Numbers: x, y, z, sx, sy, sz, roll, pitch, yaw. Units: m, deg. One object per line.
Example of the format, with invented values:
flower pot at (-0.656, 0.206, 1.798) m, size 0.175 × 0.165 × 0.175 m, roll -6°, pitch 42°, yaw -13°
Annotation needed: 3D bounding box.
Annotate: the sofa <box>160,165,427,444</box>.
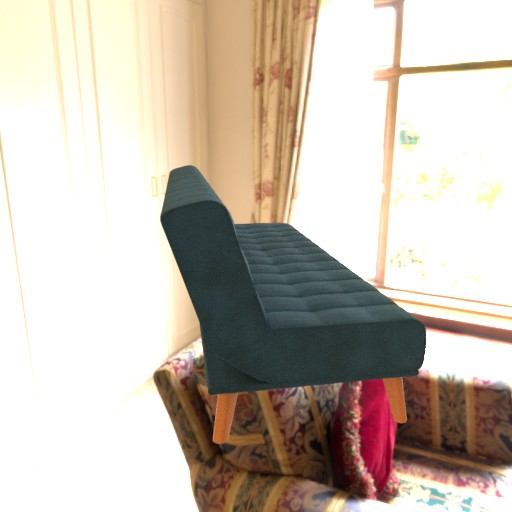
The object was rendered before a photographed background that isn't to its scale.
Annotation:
sofa at (0.000, 0.000, 2.250) m, size 0.855 × 0.813 × 1.804 m, roll -3°, pitch 15°, yaw -10°
